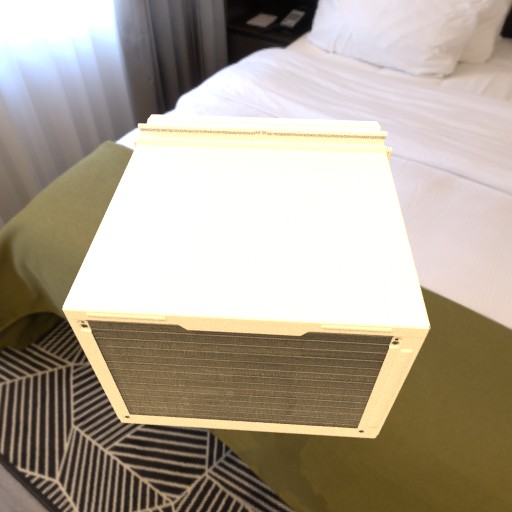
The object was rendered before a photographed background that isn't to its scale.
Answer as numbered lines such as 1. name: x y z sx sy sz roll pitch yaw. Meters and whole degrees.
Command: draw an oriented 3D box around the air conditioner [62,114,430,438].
1. air conditioner: 0.000 0.000 0.881 0.503 0.388 0.546 3 46 3
